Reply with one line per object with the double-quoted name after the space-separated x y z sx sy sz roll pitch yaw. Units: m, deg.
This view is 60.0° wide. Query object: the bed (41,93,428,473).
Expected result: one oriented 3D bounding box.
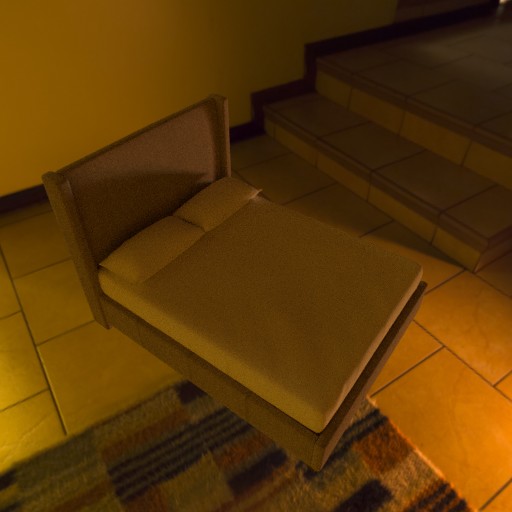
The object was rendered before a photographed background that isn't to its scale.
0.000 0.000 3.387 2.245 1.481 1.714 26 48 26 "bed"
